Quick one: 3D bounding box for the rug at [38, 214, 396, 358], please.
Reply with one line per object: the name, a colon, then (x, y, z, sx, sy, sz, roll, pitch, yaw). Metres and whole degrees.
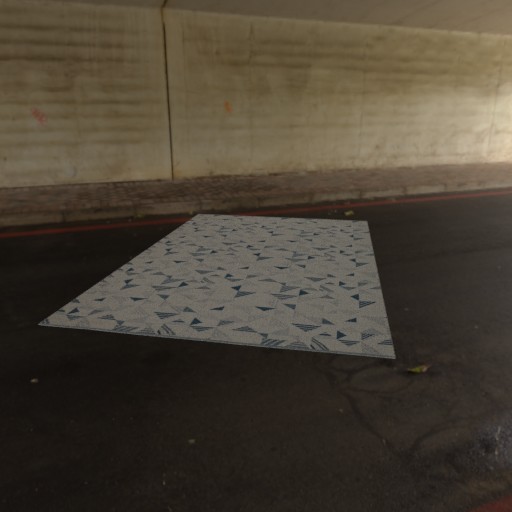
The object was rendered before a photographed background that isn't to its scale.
rug: (0.000, 0.000, 2.296, 1.206, 0.003, 1.835, 3, 18, 10)
